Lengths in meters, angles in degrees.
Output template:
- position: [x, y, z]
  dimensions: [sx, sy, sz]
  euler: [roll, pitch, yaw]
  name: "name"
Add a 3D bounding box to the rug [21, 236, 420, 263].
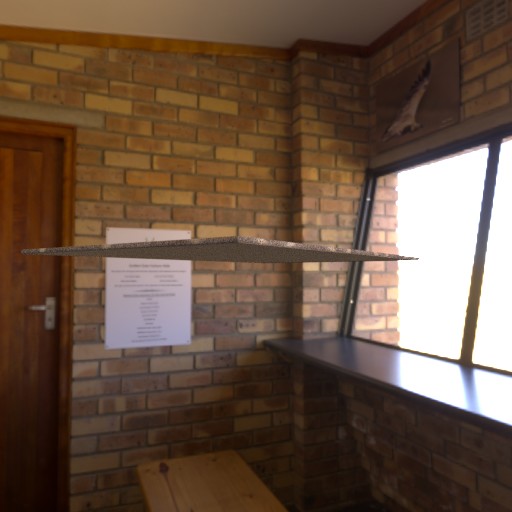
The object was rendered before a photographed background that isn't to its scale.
- position: [0.000, 0.000, 2.941]
  dimensions: [1.501, 0.025, 2.348]
  euler: [-2, -3, 35]
  name: "rug"
